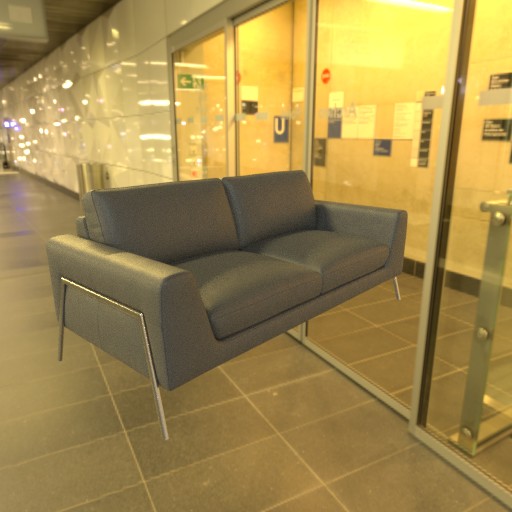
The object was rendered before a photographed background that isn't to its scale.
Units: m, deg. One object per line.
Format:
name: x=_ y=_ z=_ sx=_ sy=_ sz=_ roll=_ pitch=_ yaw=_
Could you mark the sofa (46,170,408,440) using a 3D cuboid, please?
sofa: x=0.000 y=0.000 z=2.582 sx=0.953 sy=0.875 sz=2.017 roll=14 pitch=20 yaw=41
